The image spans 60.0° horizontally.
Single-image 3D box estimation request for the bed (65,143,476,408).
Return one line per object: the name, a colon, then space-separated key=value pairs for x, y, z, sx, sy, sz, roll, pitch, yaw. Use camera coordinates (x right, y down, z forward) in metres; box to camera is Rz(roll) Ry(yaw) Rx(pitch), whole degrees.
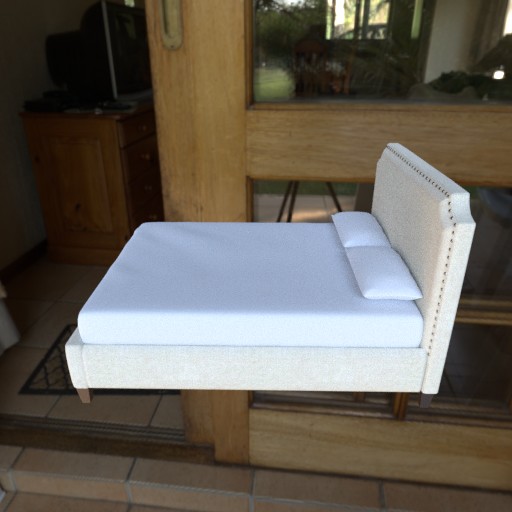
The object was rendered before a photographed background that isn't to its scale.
bed: x=0.000 y=0.000 z=3.402 sx=2.381 sy=1.457 sz=1.713 roll=0 pitch=25 yaw=1
